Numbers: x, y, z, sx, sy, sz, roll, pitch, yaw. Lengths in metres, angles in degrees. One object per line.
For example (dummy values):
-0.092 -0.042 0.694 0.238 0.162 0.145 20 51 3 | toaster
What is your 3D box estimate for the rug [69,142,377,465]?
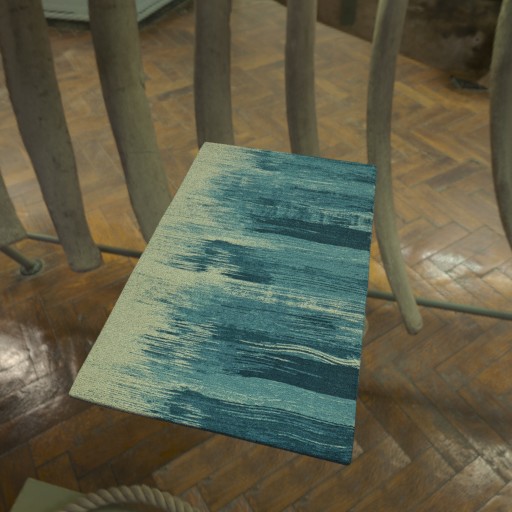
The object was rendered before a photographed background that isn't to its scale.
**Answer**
0.000 0.000 3.054 1.540 0.027 2.450 10 49 9 | rug
